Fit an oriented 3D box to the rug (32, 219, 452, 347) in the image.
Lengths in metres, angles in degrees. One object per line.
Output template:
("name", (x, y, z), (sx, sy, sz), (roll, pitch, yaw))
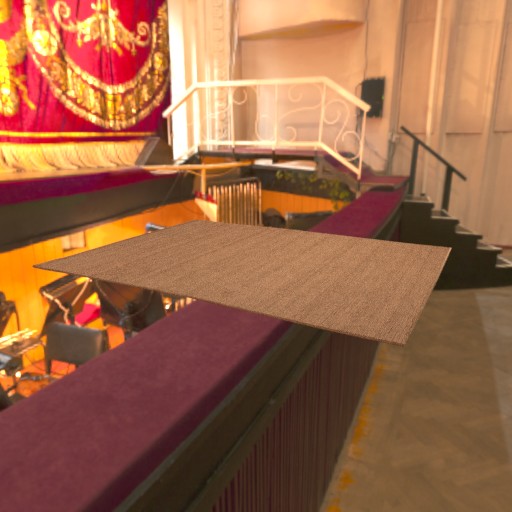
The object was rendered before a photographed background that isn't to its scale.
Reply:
("rug", (0.000, 0.000, 4.953), (3.778, 0.053, 2.873), (8, 18, 28))
